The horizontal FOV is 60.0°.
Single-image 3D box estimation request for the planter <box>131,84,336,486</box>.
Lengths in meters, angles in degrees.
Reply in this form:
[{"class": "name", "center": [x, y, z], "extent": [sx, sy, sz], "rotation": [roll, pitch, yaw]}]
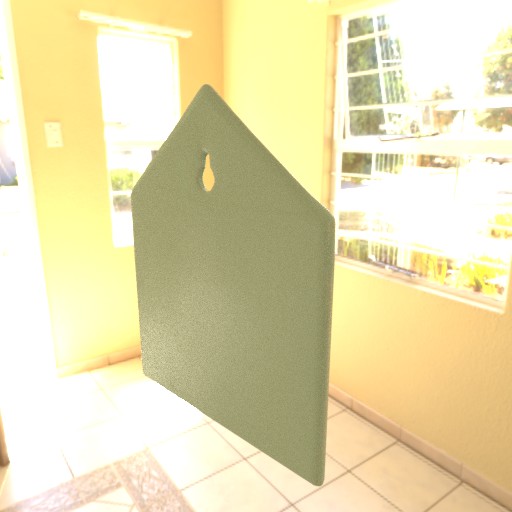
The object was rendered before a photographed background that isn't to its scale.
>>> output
[{"class": "planter", "center": [0.000, 0.000, 0.279], "extent": [0.164, 0.197, 0.079], "rotation": [14, 20, 42]}]
